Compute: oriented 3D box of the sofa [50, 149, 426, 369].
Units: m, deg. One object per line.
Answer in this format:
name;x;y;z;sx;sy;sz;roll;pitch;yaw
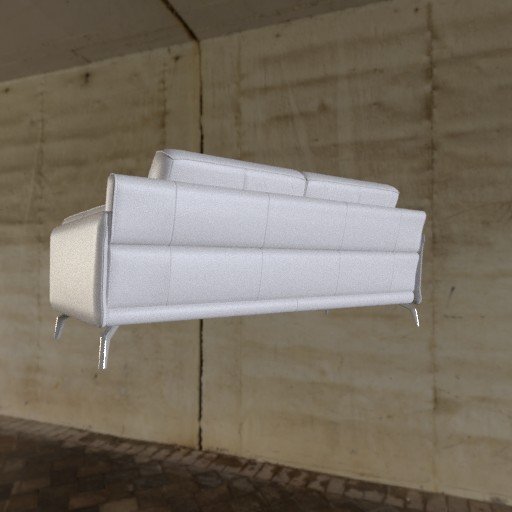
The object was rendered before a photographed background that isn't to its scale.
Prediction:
sofa;0.000;0.000;2.611;2.101;0.930;1.049;1;-1;-36
